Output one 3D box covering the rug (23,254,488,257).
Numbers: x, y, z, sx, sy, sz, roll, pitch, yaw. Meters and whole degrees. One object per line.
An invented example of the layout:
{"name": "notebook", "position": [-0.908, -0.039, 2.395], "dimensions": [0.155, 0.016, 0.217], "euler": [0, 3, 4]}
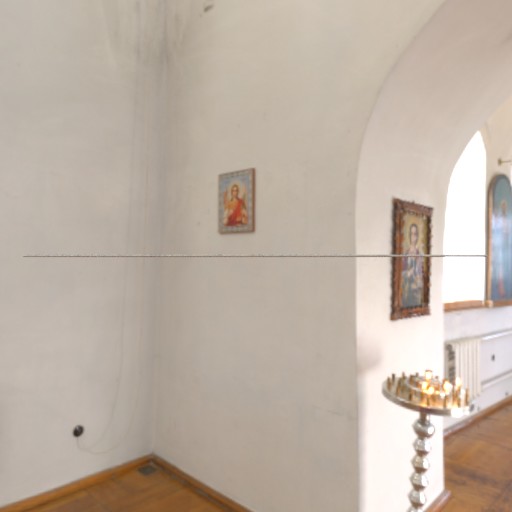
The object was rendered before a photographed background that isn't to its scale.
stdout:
{"name": "rug", "position": [0.000, 0.000, 2.418], "dimensions": [2.196, 0.011, 0.662], "euler": [0, 0, 0]}
